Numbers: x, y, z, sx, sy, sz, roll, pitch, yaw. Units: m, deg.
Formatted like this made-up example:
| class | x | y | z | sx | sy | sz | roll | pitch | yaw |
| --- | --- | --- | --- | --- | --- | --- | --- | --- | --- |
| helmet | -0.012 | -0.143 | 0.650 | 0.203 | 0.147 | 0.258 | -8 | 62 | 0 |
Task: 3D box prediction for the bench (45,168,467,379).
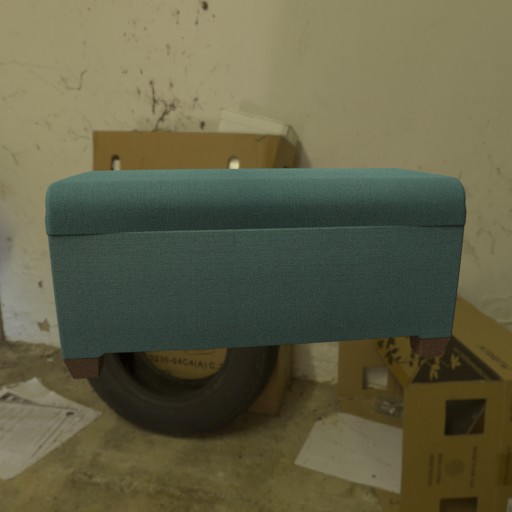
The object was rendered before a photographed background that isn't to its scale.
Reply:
| class | x | y | z | sx | sy | sz | roll | pitch | yaw |
| --- | --- | --- | --- | --- | --- | --- | --- | --- | --- |
| bench | 0.000 | 0.000 | 1.249 | 0.995 | 0.474 | 0.476 | -2 | 14 | -7 |
